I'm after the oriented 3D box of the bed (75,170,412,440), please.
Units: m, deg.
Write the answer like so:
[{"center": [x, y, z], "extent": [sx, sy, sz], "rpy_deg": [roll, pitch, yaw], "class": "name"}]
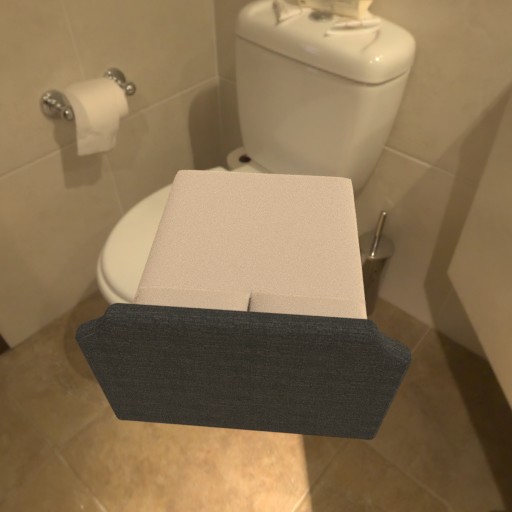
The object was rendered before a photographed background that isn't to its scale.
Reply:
[{"center": [0.000, 0.000, 3.405], "extent": [1.828, 1.297, 2.208], "rpy_deg": [3, 47, 3], "class": "bed"}]
